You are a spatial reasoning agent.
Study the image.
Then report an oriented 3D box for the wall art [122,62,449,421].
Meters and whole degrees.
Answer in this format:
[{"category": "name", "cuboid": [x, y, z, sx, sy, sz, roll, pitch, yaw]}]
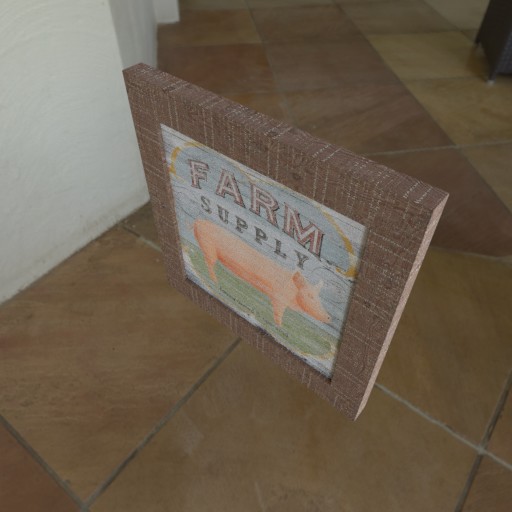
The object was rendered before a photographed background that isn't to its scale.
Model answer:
[{"category": "wall art", "cuboid": [0.000, 0.000, 0.792, 0.531, 0.531, 0.040, 32, 54, 27]}]
